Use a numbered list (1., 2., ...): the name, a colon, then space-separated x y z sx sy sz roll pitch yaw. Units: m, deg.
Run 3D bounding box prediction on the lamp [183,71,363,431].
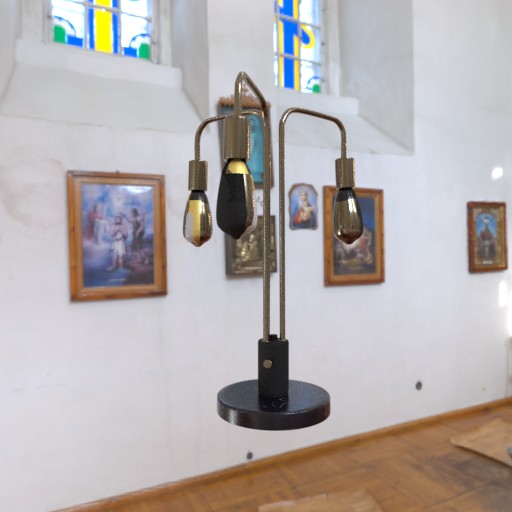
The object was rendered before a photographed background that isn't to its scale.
1. lamp: 0.000 0.000 0.806 0.355 0.560 0.368 0 0 18
